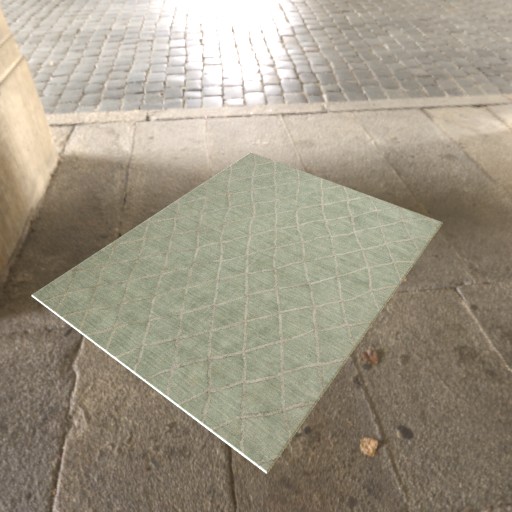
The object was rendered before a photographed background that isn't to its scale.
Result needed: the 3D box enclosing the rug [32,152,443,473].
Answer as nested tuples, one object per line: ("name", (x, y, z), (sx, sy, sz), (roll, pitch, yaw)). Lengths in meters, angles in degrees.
("rug", (0.000, 0.000, 4.077), (2.420, 0.019, 3.039), (26, 48, 26))
